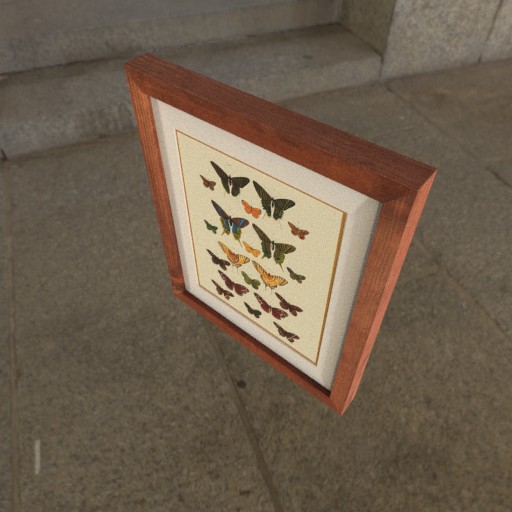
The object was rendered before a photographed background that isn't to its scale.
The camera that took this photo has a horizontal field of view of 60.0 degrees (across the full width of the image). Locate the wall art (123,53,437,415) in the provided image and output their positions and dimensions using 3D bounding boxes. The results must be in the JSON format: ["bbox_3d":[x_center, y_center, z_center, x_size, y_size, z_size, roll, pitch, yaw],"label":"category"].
[{"bbox_3d":[0.000,0.000,0.623,0.377,0.449,0.039,31,54,25],"label":"wall art"}]
